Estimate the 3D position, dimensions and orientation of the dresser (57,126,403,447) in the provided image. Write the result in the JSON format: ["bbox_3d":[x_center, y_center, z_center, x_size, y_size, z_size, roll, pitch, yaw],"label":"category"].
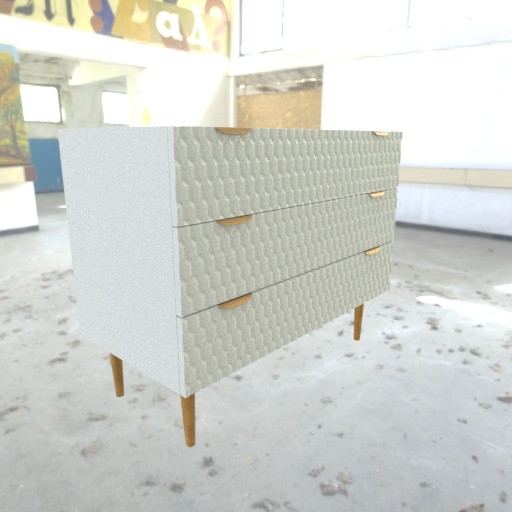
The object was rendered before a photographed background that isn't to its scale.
[{"bbox_3d":[0.000,0.000,1.324,0.457,0.721,0.905,13,20,41],"label":"dresser"}]
